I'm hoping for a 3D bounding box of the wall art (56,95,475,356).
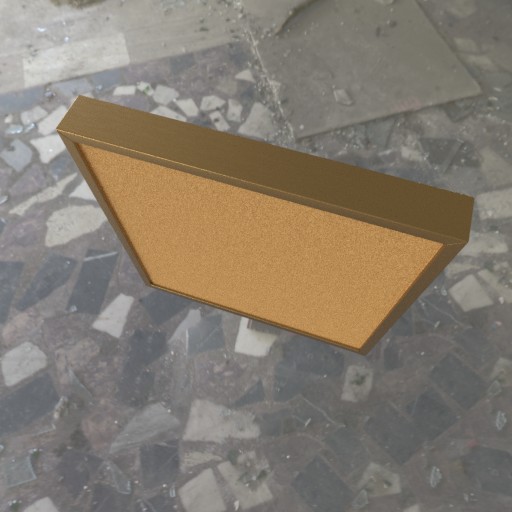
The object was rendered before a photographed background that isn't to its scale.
[{"bbox_3d":[0.000,0.000,0.454,0.305,0.305,0.037,17,65,8],"label":"wall art"}]
